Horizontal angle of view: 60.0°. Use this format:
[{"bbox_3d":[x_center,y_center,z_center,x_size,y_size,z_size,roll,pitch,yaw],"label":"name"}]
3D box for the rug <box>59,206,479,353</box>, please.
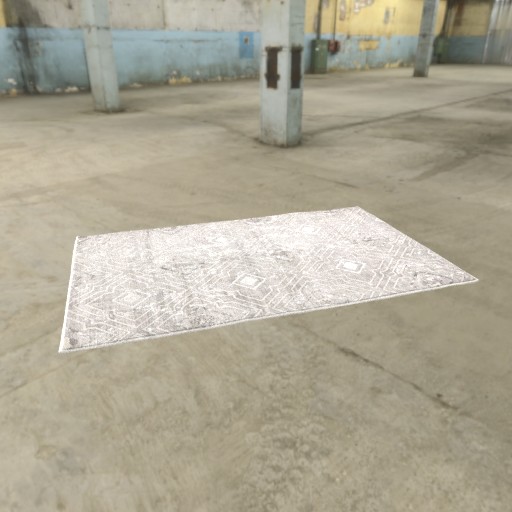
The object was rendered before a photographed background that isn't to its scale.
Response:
[{"bbox_3d":[0.000,0.000,3.104,2.447,0.036,1.537,-7,26,-16],"label":"rug"}]
